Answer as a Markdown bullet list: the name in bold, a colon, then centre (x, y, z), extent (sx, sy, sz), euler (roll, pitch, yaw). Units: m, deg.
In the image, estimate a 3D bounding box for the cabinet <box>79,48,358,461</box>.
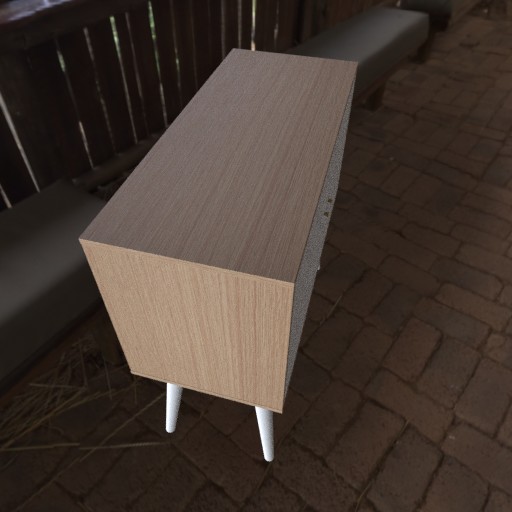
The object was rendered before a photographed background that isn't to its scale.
- **cabinet**: centre (0.000, 0.000, 1.595), extent (0.470, 1.016, 1.057), euler (11, 47, 11)
